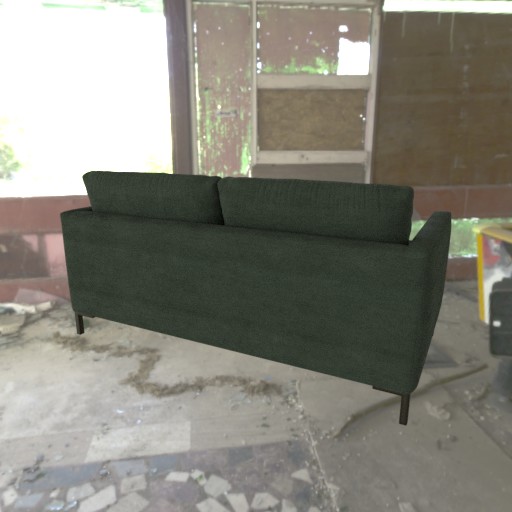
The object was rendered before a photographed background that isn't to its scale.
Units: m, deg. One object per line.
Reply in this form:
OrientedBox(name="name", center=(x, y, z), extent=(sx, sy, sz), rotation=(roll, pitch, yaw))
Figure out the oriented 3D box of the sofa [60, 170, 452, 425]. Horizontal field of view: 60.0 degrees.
OrientedBox(name="sofa", center=(0.000, 0.000, 2.146), extent=(1.676, 0.817, 0.875), rotation=(8, 17, 26))
